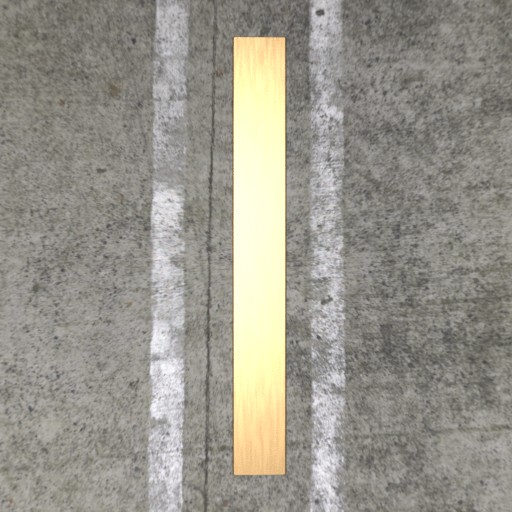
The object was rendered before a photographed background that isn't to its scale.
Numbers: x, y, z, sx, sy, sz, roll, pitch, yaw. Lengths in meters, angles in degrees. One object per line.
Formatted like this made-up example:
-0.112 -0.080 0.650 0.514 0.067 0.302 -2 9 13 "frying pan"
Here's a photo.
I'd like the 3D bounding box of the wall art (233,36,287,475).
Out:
0.000 0.000 0.460 0.037 0.305 0.305 0 90 -1 "wall art"
